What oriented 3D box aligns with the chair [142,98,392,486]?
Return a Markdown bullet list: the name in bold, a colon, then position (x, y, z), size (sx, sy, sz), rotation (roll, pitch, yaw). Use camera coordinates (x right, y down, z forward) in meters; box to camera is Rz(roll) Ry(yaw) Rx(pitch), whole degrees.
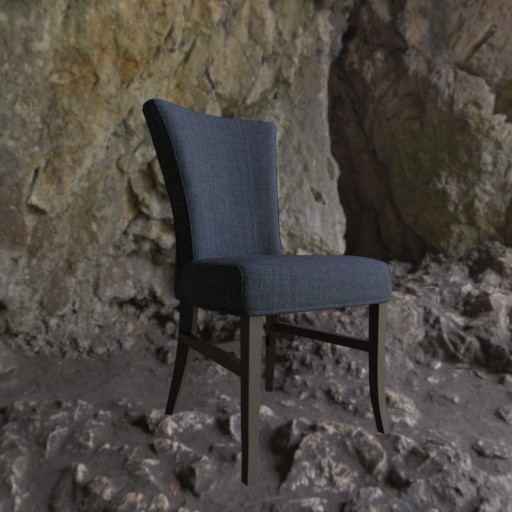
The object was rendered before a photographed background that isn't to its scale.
- **chair**: position (0.000, 0.000, 1.348), size (0.520, 0.991, 0.660), rotation (0, 1, -36)
